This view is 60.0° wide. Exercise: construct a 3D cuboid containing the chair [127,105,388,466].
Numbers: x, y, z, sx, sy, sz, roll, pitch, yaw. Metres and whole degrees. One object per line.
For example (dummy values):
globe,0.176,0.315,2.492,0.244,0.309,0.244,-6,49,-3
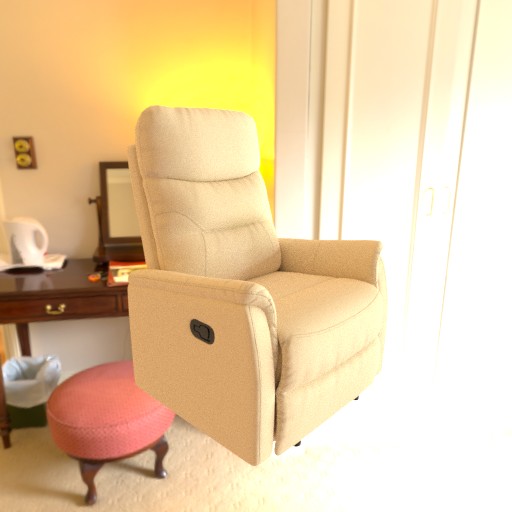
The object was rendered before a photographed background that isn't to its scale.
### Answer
chair,0.000,0.000,1.670,0.831,1.082,0.775,14,21,42
